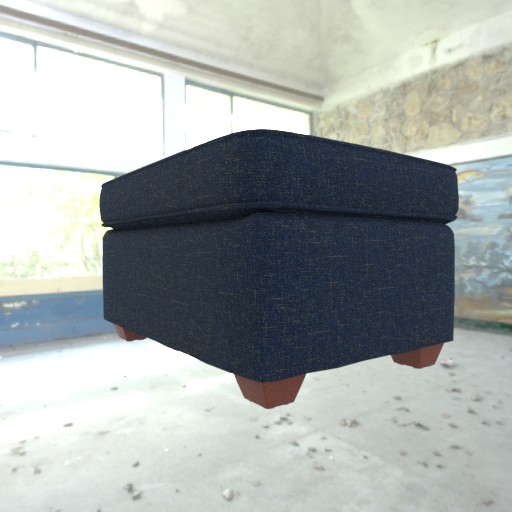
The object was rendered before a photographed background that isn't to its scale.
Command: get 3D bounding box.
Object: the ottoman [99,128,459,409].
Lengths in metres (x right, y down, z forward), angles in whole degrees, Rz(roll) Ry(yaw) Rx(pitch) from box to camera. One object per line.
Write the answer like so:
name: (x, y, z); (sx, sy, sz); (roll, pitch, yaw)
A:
ottoman: (0.000, 0.000, 1.055); (0.549, 0.450, 0.749); (-1, 1, -36)
